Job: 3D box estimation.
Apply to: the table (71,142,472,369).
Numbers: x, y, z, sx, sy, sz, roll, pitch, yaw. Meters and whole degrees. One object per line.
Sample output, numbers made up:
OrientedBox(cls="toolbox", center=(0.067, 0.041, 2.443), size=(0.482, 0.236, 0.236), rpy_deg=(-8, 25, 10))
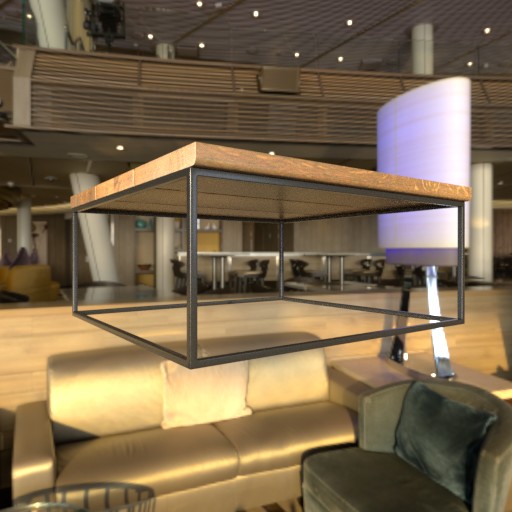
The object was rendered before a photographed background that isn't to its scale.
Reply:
OrientedBox(cls="table", center=(0.000, 0.000, 1.396), size=(0.900, 0.400, 0.900), rpy_deg=(0, 0, -36))
